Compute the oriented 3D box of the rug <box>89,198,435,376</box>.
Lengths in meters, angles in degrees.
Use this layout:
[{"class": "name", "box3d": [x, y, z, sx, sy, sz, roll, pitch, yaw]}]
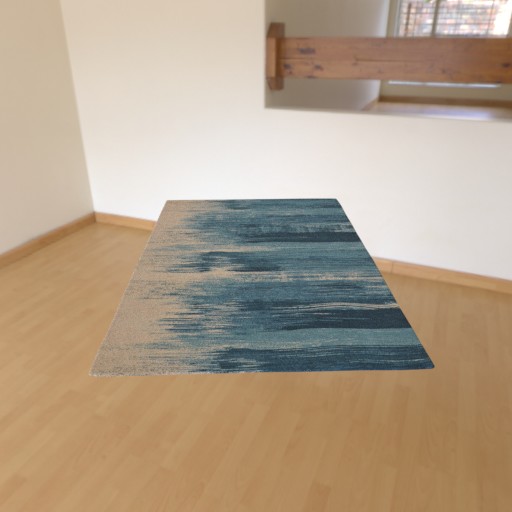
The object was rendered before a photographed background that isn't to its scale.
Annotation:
[{"class": "rug", "box3d": [0.000, 0.000, 2.371, 1.232, 0.009, 1.836, -1, 26, -2]}]
